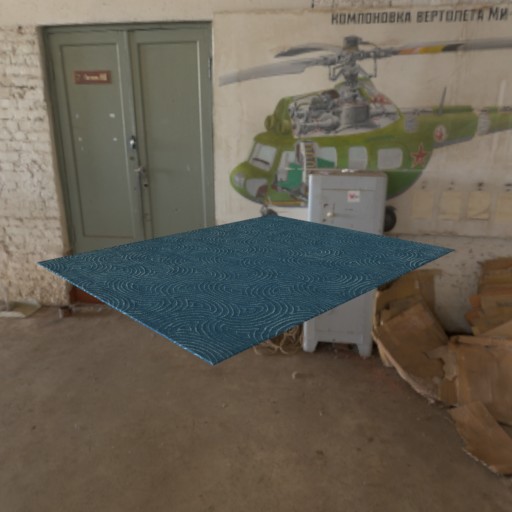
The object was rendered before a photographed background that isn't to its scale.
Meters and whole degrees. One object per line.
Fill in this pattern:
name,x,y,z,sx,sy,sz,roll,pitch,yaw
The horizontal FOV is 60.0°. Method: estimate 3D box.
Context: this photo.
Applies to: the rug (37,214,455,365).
rug,0.000,0.000,4.103,3.033,0.012,2.432,-16,23,-43
